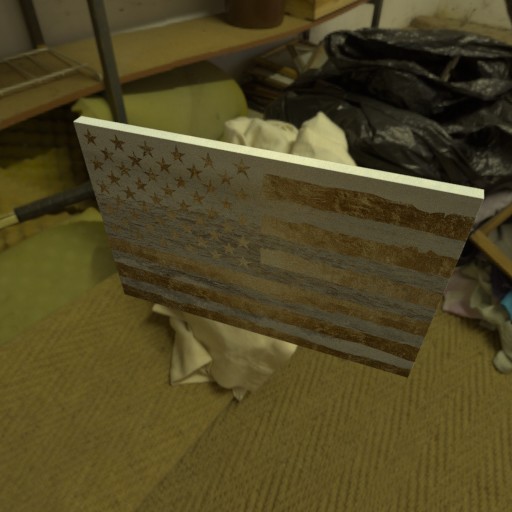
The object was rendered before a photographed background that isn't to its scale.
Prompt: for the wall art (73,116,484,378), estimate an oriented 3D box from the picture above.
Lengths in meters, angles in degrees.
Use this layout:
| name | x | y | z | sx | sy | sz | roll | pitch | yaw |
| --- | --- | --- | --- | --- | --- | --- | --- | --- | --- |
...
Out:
| name | x | y | z | sx | sy | sz | roll | pitch | yaw |
| --- | --- | --- | --- | --- | --- | --- | --- | --- | --- |
| wall art | 0.000 | 0.000 | 1.448 | 1.145 | 0.762 | 0.041 | 14 | 45 | 15 |
